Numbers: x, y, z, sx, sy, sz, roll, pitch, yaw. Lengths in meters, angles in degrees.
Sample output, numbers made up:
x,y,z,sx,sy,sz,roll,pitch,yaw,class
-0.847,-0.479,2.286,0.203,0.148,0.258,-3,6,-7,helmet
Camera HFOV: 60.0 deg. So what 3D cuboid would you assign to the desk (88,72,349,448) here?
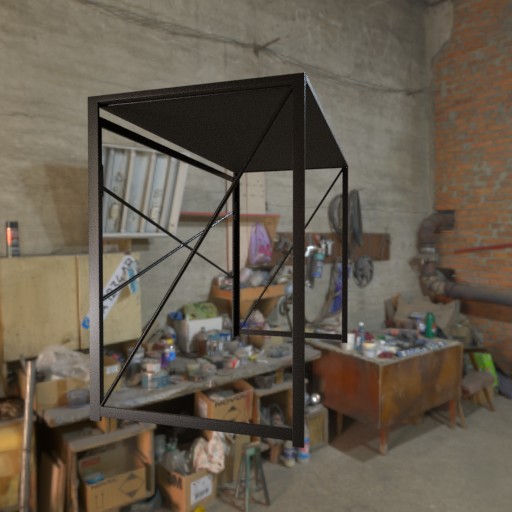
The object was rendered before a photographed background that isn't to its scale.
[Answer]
x,y,z,sx,sy,sz,roll,pitch,yaw,class
0.000,0.000,1.438,0.505,0.747,1.015,0,1,16,desk
